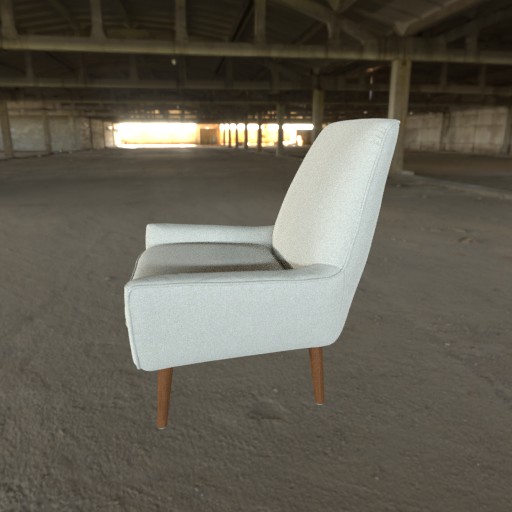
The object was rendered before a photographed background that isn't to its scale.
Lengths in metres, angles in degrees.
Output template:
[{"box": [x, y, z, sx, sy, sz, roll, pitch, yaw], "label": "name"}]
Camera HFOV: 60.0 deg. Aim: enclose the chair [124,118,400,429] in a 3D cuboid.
[{"box": [0.000, 0.000, 1.505, 0.822, 0.888, 0.787, -2, 15, -9], "label": "chair"}]
